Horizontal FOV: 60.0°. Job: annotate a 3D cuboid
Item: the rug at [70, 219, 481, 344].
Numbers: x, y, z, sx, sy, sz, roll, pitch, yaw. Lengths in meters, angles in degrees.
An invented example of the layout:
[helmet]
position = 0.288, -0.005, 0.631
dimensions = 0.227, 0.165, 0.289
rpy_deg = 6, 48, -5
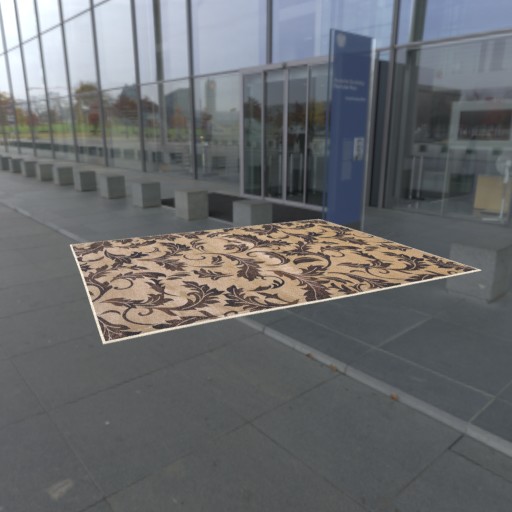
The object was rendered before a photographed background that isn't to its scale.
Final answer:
[rug]
position = 0.000, 0.000, 4.027
dimensions = 2.977, 0.008, 2.380
rpy_deg = -8, 18, -25
